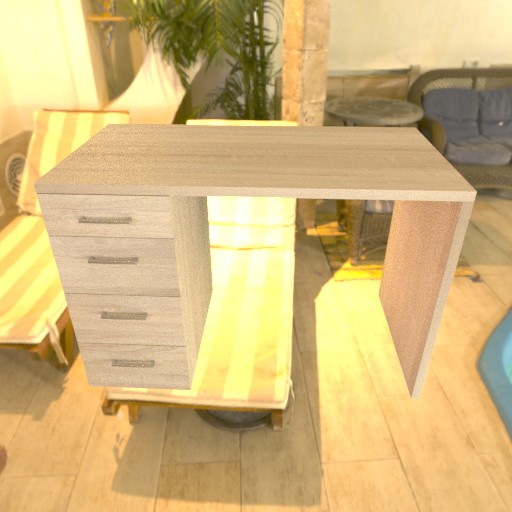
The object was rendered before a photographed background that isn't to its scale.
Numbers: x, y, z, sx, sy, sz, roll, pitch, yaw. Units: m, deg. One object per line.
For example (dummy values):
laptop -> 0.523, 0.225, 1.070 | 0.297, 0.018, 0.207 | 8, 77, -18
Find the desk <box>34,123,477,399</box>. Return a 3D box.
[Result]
desk -> 0.000, 0.000, 1.522 | 1.100, 0.731, 0.600 | 1, 31, 2
